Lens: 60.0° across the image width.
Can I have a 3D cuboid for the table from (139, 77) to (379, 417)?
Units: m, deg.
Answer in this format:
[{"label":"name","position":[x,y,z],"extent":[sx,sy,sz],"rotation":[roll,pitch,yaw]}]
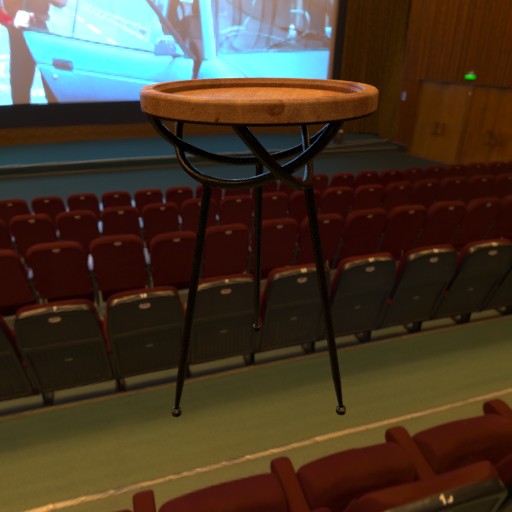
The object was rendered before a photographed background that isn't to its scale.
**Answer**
[{"label":"table","position":[0.000,0.000,0.923],"extent":[0.418,0.664,0.414],"rotation":[-8,27,-16]}]
